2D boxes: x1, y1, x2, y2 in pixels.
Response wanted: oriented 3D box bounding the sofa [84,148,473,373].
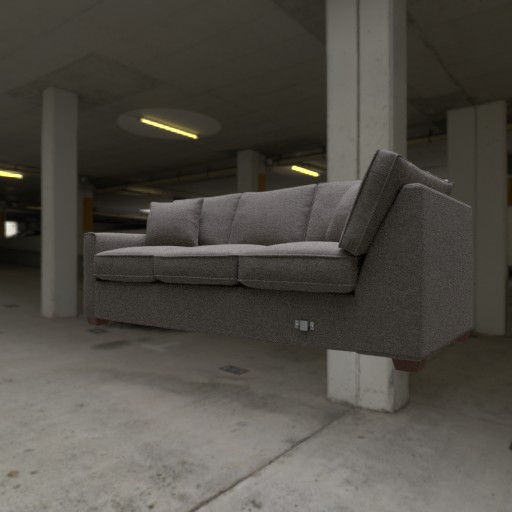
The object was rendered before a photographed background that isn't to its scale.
[{"bbox_3d":[0.000,0.000,2.797,2.317,0.962,1.061,0,0,36],"label":"sofa"}]
